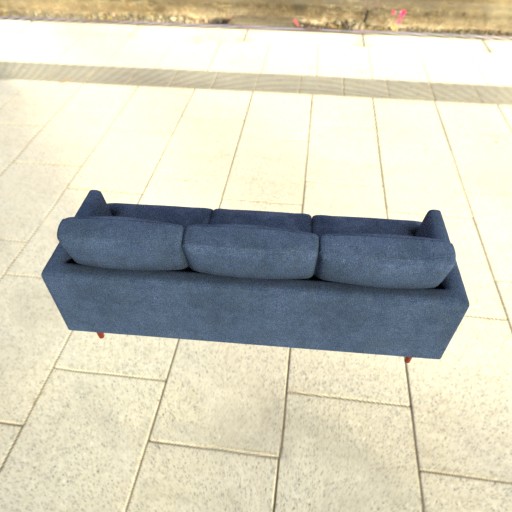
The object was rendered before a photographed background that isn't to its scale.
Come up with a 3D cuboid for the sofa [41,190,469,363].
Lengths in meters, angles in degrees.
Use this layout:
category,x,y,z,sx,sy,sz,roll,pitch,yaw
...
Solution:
category,x,y,z,sx,sy,sz,roll,pitch,yaw
sofa,0.000,0.000,2.724,2.246,0.930,0.903,4,46,4
